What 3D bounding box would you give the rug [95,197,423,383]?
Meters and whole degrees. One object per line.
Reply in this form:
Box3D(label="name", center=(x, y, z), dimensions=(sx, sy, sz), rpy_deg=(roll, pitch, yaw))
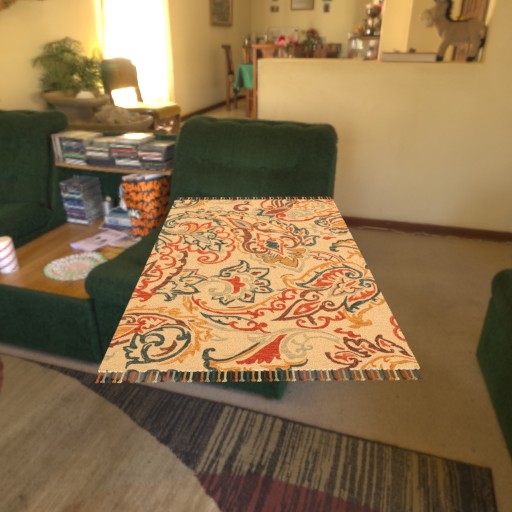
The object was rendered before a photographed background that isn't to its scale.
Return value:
Box3D(label="rug", center=(0.000, 0.000, 3.185), dimensions=(1.523, 0.010, 2.584), rpy_deg=(0, 26, -1))
